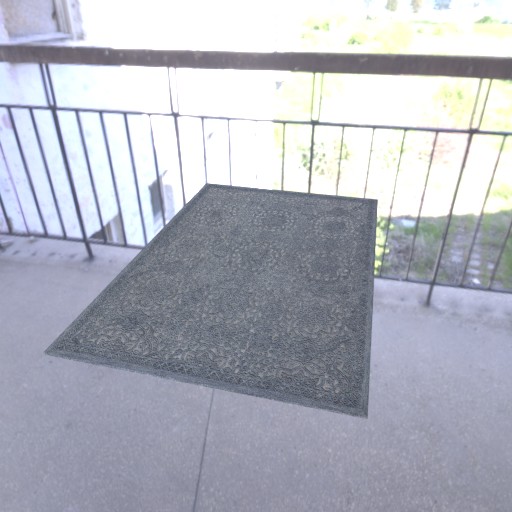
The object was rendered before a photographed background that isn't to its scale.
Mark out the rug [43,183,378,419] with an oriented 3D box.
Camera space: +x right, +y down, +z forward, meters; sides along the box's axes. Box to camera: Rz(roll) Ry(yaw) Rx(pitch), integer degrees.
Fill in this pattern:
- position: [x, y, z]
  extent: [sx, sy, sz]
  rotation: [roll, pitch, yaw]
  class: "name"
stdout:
- position: [0.000, 0.000, 2.319]
  extent: [1.208, 0.012, 1.819]
  rotation: [7, 31, 12]
  class: "rug"
